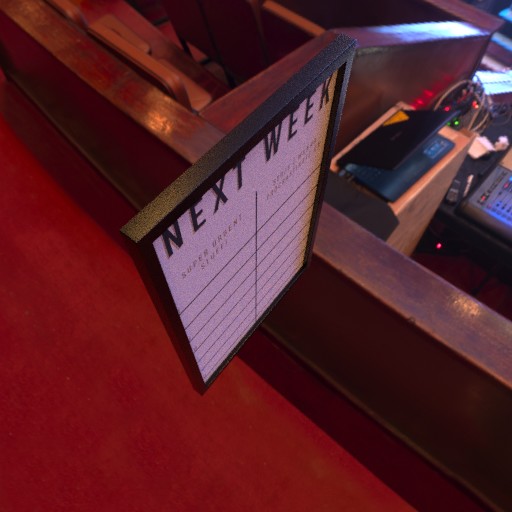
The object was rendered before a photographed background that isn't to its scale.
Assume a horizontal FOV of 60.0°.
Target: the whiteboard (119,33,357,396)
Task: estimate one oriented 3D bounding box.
[{"bbox_3d":[0.000,0.000,0.772,0.026,0.611,0.406,34,65,18],"label":"whiteboard"}]
